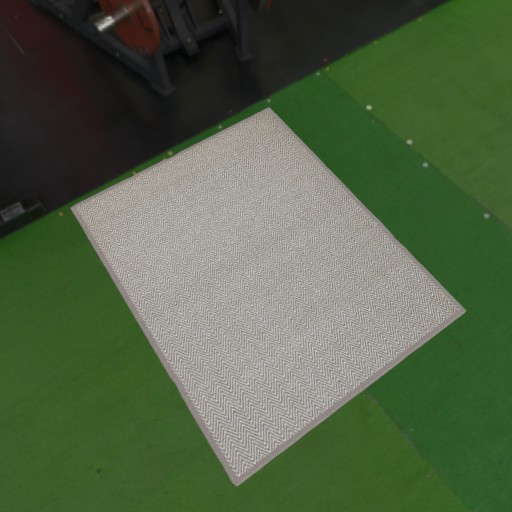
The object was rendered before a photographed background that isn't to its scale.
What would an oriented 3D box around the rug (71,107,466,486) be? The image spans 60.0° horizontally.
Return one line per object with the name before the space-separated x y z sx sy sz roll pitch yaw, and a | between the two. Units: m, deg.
rug | 0.000 0.000 4.159 2.434 0.032 3.007 -31 66 -15
